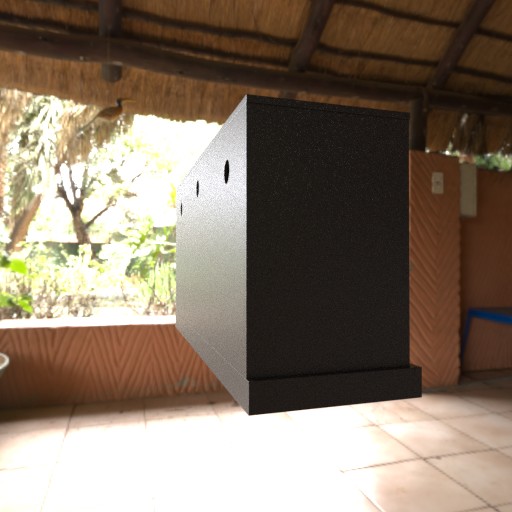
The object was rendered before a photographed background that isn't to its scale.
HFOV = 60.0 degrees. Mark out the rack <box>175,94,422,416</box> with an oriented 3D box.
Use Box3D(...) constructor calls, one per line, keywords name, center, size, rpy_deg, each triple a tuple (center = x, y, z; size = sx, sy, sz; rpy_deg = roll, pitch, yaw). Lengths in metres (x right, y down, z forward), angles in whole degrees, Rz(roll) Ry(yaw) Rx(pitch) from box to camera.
Box3D(name="rack", center=(0.000, 0.000, 1.501), size=(0.399, 0.635, 1.206), rpy_deg=(0, -1, -17))
